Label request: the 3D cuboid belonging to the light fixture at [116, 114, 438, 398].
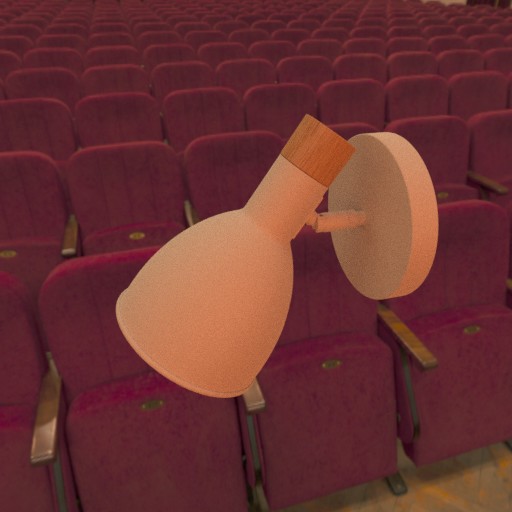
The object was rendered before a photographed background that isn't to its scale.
[{"bbox_3d":[0.000,0.000,0.328,0.209,0.199,0.127,-8,31,-14],"label":"light fixture"}]
